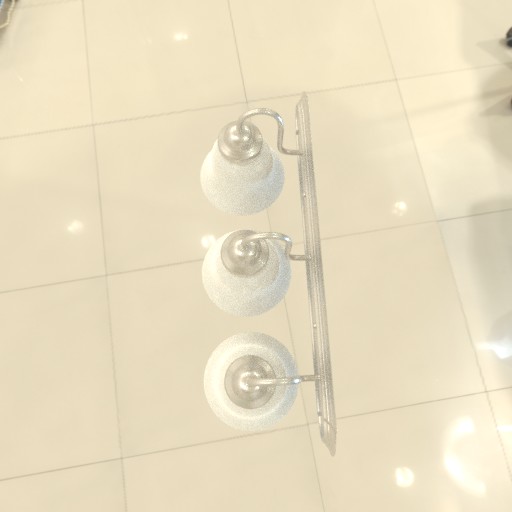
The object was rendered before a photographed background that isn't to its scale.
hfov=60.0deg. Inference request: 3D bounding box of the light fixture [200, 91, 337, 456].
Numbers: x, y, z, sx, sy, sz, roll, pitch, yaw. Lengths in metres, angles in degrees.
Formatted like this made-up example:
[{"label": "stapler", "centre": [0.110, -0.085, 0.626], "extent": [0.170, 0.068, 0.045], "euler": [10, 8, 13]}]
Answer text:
[{"label": "light fixture", "centre": [0.000, 0.000, 0.708], "extent": [0.199, 0.222, 0.610], "euler": [-3, 75, -1]}]
